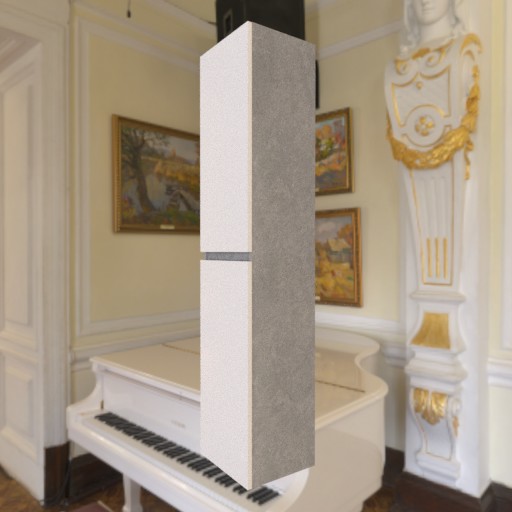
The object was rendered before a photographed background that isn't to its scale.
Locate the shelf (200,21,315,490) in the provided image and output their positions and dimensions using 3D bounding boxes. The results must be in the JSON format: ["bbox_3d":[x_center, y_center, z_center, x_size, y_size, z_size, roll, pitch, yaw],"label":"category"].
[{"bbox_3d":[0.000,0.000,1.521,0.270,1.400,0.300,0,1,-35],"label":"shelf"}]
